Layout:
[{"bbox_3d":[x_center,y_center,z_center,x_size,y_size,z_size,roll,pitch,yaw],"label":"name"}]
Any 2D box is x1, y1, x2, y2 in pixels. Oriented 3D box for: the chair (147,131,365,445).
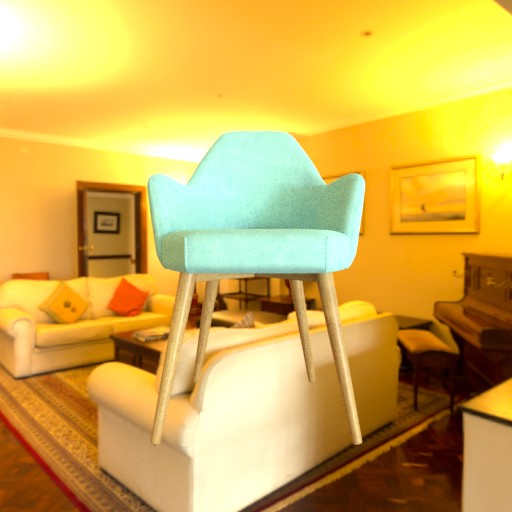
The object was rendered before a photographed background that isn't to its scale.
[{"bbox_3d":[0.000,0.000,1.263,0.590,0.840,0.610,0,2,0],"label":"chair"}]
